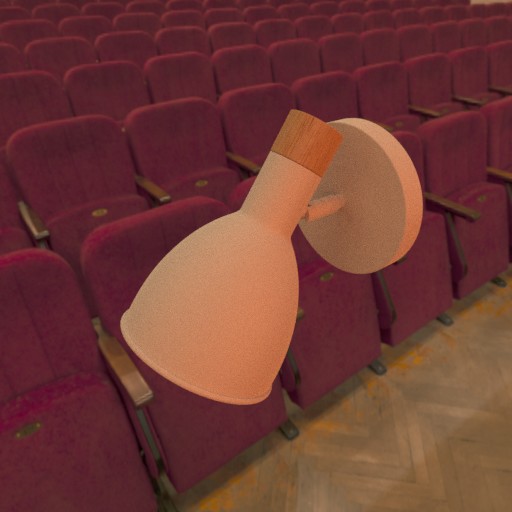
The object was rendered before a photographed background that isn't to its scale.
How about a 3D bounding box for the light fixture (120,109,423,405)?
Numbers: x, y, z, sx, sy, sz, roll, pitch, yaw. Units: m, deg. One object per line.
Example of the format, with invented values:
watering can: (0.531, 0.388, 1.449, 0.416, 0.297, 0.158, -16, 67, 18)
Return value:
light fixture: (0.000, 0.000, 0.327, 0.209, 0.199, 0.127, -22, 39, -30)
